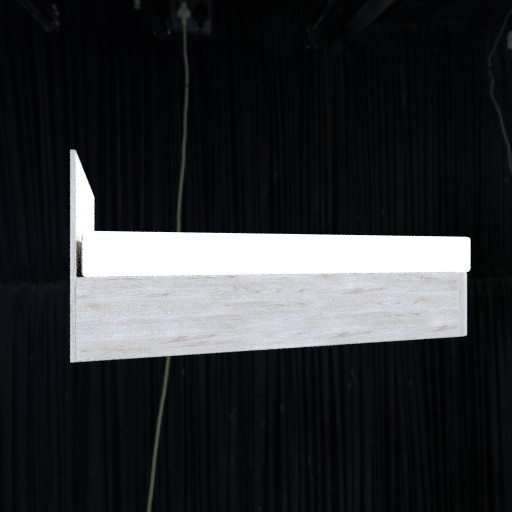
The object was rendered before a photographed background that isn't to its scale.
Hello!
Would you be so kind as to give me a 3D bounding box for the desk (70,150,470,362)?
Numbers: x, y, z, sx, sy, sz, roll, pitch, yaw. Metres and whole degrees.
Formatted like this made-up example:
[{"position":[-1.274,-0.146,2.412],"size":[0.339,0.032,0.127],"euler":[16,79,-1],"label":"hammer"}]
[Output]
[{"position":[0.000,0.000,2.618],"size":[1.900,0.800,1.400],"euler":[0,0,-17],"label":"desk"}]
